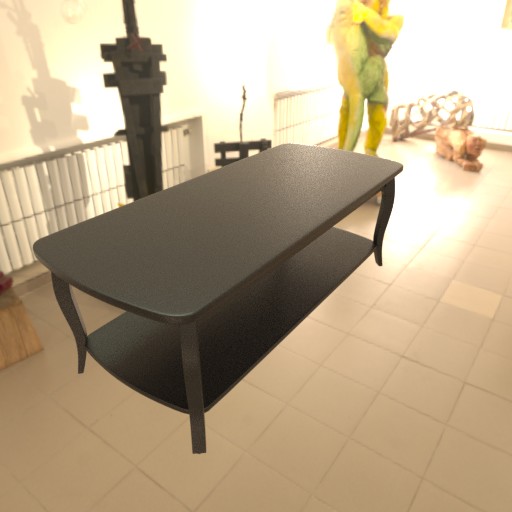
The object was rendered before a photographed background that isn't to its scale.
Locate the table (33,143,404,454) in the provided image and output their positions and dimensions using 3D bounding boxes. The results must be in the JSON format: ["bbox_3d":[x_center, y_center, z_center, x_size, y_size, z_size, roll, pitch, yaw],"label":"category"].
[{"bbox_3d":[0.000,0.000,1.569,0.571,0.457,1.333,19,34,31],"label":"table"}]
